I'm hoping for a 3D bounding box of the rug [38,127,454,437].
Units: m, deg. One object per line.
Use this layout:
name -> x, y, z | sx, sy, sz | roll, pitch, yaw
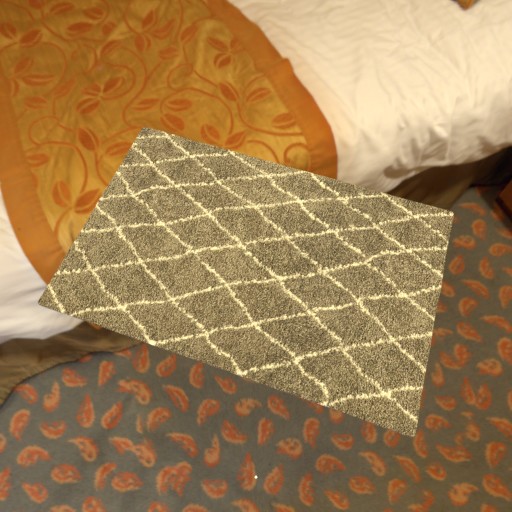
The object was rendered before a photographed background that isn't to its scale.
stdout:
rug -> 0.000, 0.000, 3.381 | 2.743, 0.030, 1.778 | 17, 65, 8
